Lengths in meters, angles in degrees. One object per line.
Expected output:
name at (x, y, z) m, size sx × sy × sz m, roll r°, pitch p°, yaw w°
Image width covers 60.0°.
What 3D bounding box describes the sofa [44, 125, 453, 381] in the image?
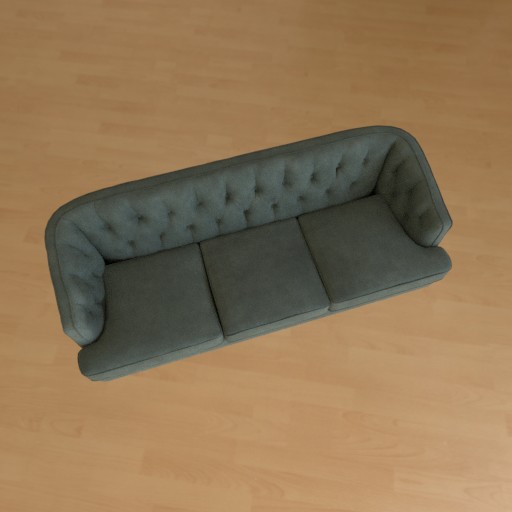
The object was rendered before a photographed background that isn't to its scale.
sofa at (0.000, 0.000, 2.779) m, size 2.278 × 0.855 × 0.941 m, roll -15°, pitch 64°, yaw -8°
